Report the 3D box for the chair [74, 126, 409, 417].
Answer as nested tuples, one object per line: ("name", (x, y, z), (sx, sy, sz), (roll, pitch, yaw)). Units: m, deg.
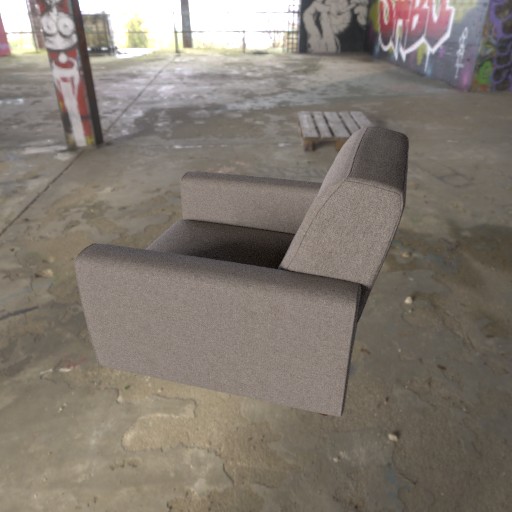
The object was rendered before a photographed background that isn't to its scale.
("chair", (0.000, 0.000, 1.565), (0.907, 0.839, 0.831), (9, 31, 15))
